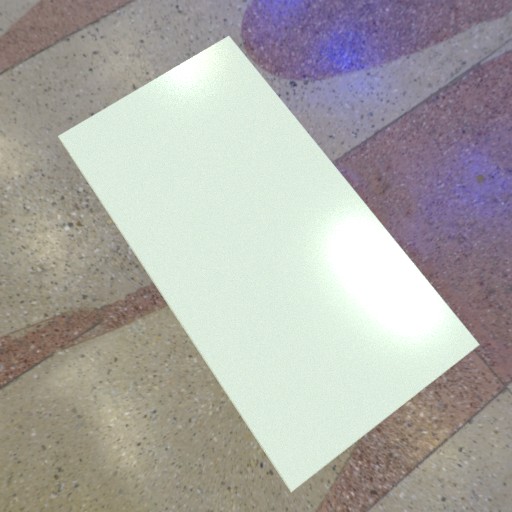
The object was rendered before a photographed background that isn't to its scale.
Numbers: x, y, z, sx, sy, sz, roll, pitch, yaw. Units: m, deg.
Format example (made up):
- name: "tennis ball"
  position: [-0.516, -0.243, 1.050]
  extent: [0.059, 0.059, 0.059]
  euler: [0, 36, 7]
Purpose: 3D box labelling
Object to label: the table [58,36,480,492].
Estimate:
- name: "table"
  position: [0.000, 0.000, 1.345]
  extent: [0.559, 0.457, 1.067]
  euler: [-34, 78, -8]
